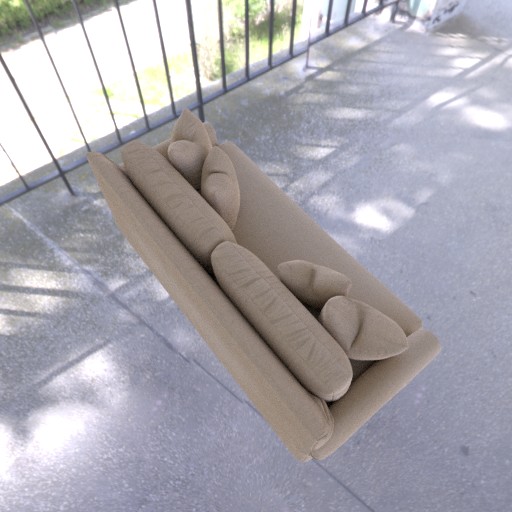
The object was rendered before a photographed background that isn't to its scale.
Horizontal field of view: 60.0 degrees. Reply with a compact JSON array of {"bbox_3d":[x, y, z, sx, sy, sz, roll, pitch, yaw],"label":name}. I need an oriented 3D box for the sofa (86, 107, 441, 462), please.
[{"bbox_3d":[0.000,0.000,2.813,1.067,0.904,2.285,-34,64,-19],"label":"sofa"}]
